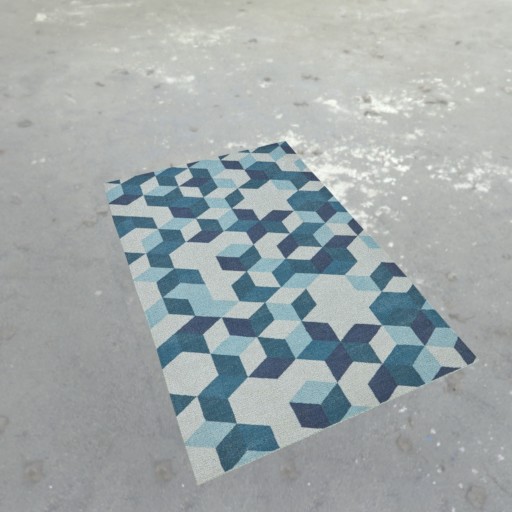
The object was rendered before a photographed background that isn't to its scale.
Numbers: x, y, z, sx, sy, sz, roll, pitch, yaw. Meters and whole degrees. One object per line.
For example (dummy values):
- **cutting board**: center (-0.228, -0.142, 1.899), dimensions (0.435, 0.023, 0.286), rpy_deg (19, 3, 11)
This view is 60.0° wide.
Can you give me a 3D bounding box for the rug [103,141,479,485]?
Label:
- **rug**: center (0.000, 0.000, 2.249), dimensions (1.235, 0.014, 1.829), rpy_deg (-17, 48, -16)
